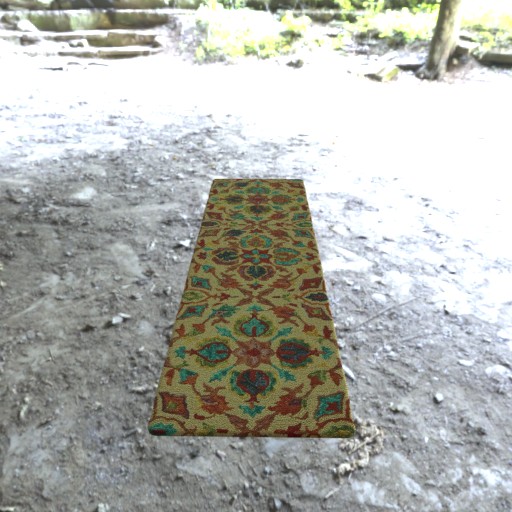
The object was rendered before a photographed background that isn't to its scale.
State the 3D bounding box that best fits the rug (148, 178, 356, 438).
[{"bbox_3d":[0.000,0.000,2.413,0.693,0.016,2.273,0,31,1],"label":"rug"}]
